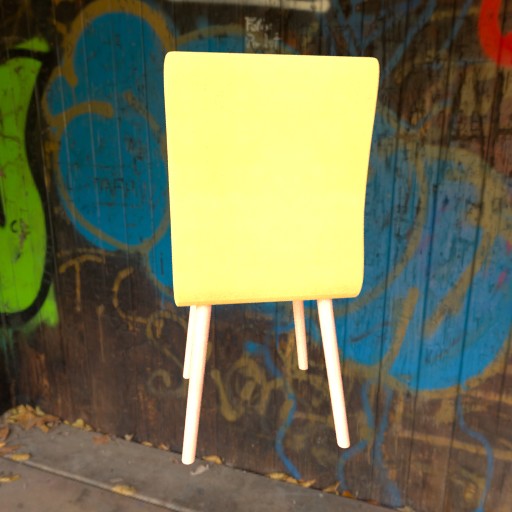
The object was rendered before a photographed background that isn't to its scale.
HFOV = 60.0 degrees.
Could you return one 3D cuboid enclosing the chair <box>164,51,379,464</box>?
[{"bbox_3d":[0.000,0.000,1.261,0.450,0.965,0.550,-2,14,-8],"label":"chair"}]
